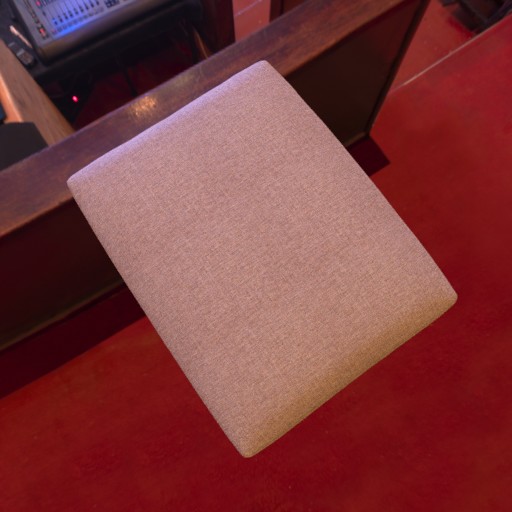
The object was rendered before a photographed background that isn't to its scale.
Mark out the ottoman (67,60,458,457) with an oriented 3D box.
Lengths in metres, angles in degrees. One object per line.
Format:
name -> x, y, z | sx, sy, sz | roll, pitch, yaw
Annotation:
ottoman -> 0.000, 0.000, 1.156 | 0.584, 0.513, 0.741 | -34, 79, -8
